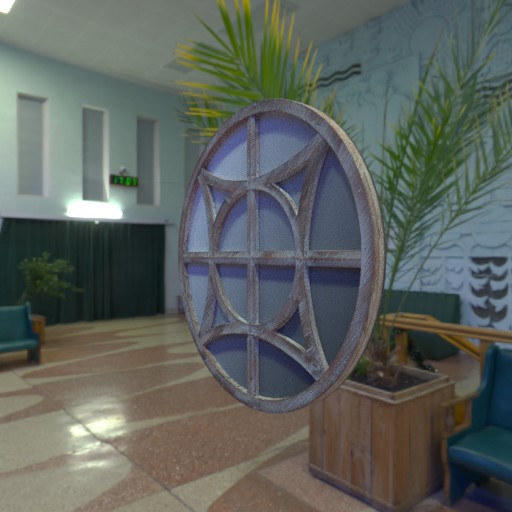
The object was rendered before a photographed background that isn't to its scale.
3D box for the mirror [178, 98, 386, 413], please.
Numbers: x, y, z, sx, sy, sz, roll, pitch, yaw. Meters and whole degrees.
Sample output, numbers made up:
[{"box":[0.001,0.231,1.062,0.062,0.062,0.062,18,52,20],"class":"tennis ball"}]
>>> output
[{"box":[0.000,0.000,1.050,0.038,0.710,0.710,0,0,-38],"class":"mirror"}]
